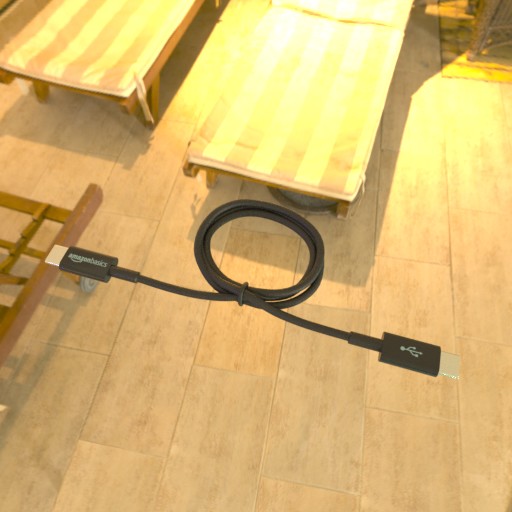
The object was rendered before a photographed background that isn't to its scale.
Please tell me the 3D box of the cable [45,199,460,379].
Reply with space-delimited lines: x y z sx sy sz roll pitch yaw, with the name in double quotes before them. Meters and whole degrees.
"cable" 0.000 0.000 0.222 0.203 0.014 0.070 14 60 8
